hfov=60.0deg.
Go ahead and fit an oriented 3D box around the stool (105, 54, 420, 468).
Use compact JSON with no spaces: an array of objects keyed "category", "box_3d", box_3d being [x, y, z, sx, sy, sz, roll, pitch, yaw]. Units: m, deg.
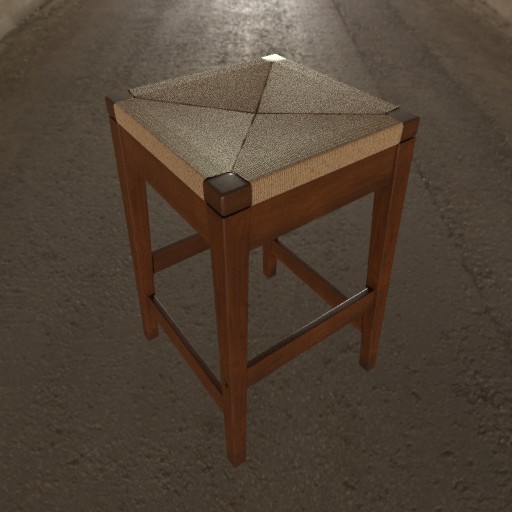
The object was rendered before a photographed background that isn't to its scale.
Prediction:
[{"category":"stool","box_3d":[0.000,0.000,1.085,0.497,0.762,0.507,-26,48,-26]}]
